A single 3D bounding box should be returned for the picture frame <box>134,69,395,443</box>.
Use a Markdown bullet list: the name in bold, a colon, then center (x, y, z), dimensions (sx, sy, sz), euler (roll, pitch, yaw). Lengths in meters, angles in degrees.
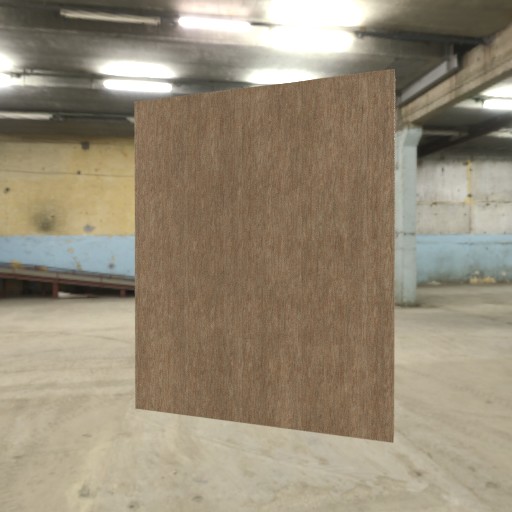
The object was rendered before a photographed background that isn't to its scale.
- **picture frame**: center (0.000, 0.000, 0.712), dimensions (0.424, 0.526, 0.043), euler (0, 1, 19)
